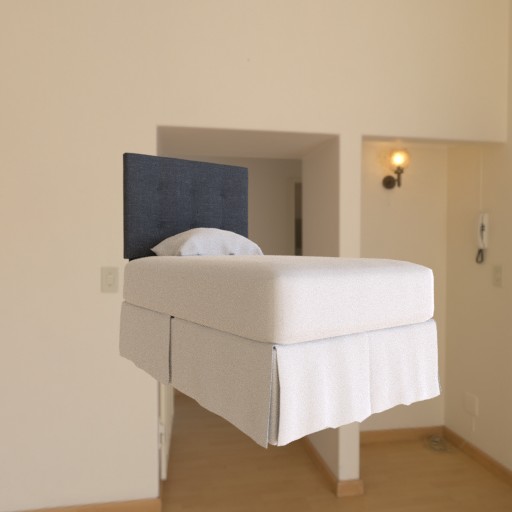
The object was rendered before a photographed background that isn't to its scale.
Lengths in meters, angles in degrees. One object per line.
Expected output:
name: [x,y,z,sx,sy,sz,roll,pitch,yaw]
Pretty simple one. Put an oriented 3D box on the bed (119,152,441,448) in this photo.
bed: [0.000,0.000,2.957,1.261,1.571,1.997,-1,1,-35]
